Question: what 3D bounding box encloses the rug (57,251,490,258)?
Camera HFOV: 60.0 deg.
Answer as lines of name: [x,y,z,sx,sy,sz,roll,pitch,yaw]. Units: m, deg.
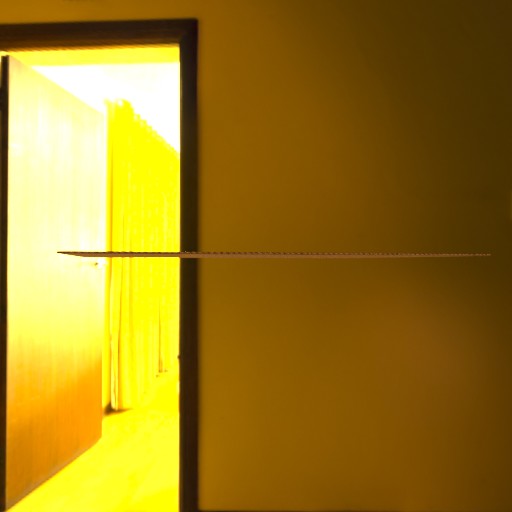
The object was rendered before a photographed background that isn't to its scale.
rug: [0.000,0.000,4.203,3.207,0.014,2.439,0,-1,-18]
